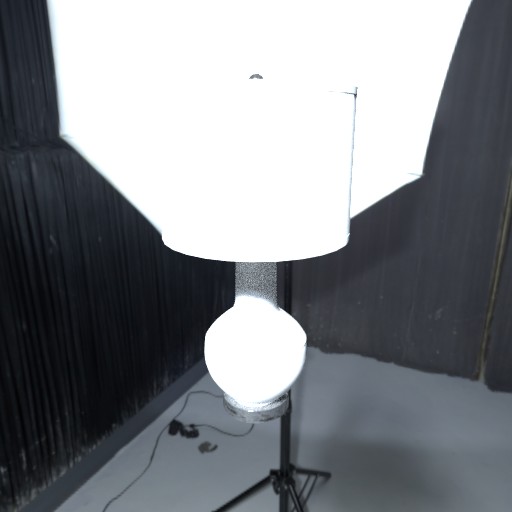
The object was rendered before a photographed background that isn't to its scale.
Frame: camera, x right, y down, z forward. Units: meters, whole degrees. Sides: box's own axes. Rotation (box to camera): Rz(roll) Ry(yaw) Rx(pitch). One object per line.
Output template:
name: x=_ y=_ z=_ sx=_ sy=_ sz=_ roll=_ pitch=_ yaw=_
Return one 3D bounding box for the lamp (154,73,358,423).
lamp: x=0.000 y=0.000 z=0.877 sx=0.357 sy=0.673 sz=0.357 roll=8 pitch=19 yaw=26
